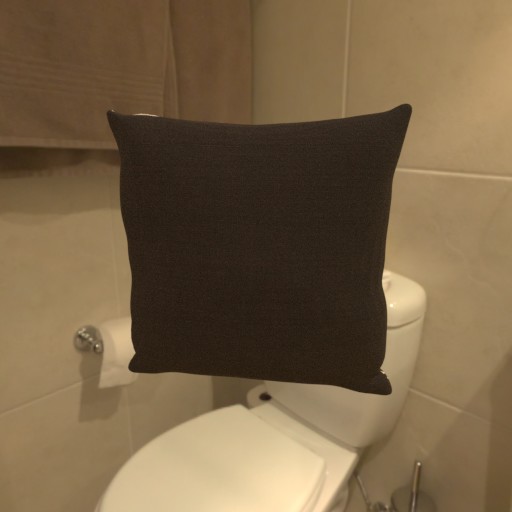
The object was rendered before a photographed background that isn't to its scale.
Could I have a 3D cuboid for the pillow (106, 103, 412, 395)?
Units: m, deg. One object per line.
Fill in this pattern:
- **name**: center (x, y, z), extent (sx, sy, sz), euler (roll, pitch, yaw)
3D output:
- **pillow**: center (0.000, 0.000, 0.679), extent (0.440, 0.441, 0.182), euler (2, 17, 7)
